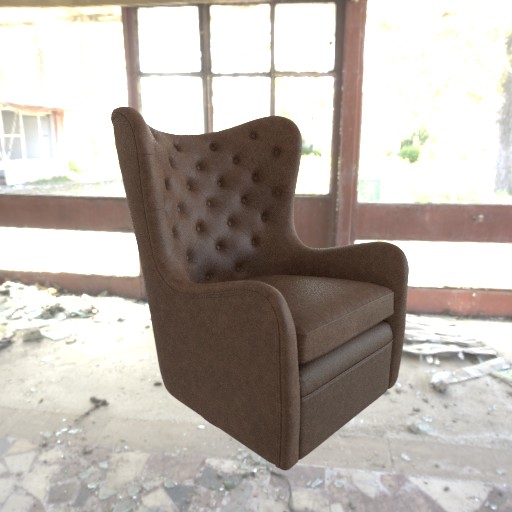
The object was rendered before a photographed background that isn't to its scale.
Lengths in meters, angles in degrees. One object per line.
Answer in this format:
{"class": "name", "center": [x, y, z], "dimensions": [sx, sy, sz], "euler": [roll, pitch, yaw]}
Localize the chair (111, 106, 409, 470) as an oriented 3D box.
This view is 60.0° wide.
{"class": "chair", "center": [0.000, 0.000, 1.704], "dimensions": [0.930, 1.079, 0.831], "euler": [14, 20, 42]}
